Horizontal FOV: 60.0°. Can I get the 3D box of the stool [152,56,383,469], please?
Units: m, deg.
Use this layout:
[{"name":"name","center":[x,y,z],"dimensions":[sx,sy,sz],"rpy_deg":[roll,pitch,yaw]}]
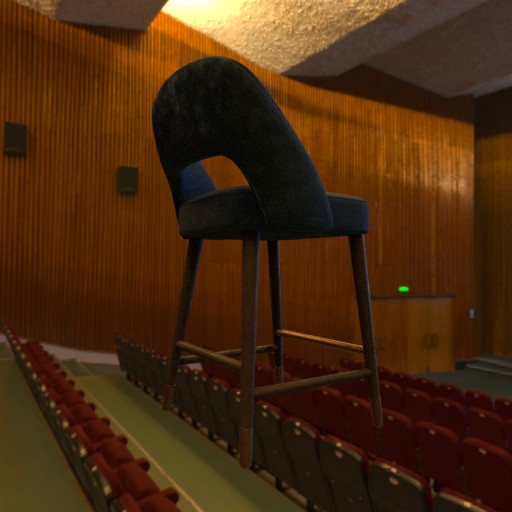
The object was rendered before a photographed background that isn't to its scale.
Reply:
[{"name":"stool","center":[0.000,0.000,1.248],"dimensions":[0.524,0.925,0.536],"rpy_deg":[1,-1,-34]}]
